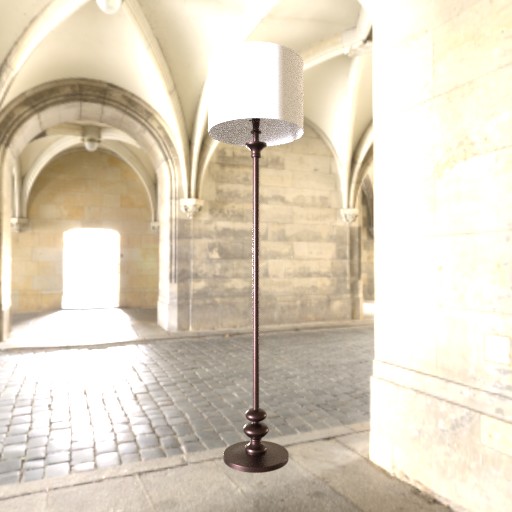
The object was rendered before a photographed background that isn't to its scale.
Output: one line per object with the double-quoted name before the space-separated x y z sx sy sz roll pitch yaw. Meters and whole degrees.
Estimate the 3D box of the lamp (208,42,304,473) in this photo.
"lamp" 0.000 0.000 1.653 0.356 1.487 0.356 -1 -2 18
